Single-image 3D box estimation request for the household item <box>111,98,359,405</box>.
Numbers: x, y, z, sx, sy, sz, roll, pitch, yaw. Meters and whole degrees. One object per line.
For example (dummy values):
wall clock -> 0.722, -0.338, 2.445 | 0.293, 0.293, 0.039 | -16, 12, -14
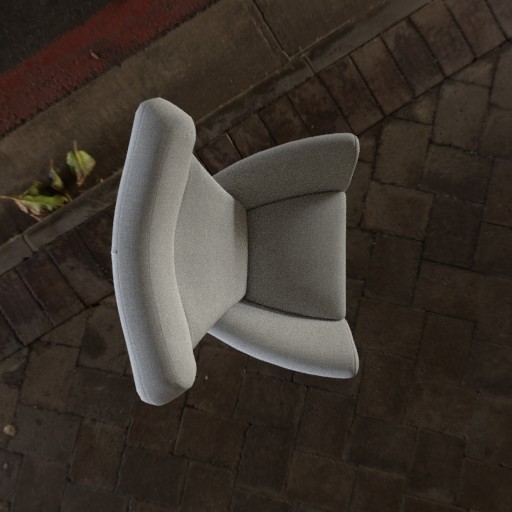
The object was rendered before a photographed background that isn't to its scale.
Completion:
household item -> 0.000, 0.000, 1.808 | 0.900, 1.050, 0.980 | 0, 91, 0
